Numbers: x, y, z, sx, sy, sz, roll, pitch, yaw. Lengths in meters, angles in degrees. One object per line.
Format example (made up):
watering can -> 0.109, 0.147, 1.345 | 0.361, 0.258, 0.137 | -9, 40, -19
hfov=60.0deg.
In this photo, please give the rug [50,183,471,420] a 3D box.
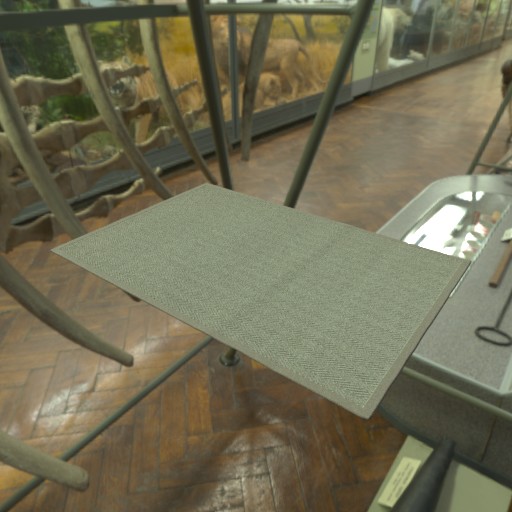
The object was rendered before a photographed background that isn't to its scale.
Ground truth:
rug -> 0.000, 0.000, 2.894 | 2.290, 0.021, 1.540 | 21, 36, 31
